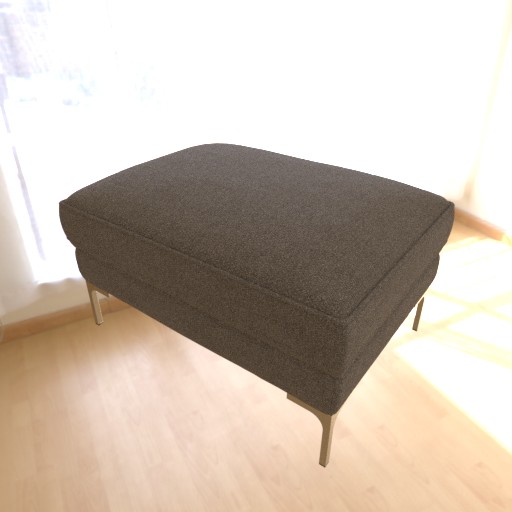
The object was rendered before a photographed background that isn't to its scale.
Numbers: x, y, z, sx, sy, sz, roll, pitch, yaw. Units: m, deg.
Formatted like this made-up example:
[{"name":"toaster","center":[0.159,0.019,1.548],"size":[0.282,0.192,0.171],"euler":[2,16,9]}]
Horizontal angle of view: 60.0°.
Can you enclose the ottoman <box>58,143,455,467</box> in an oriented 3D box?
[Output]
[{"name":"ottoman","center":[0.000,0.000,1.144],"size":[0.785,0.464,0.583],"euler":[21,36,31]}]
